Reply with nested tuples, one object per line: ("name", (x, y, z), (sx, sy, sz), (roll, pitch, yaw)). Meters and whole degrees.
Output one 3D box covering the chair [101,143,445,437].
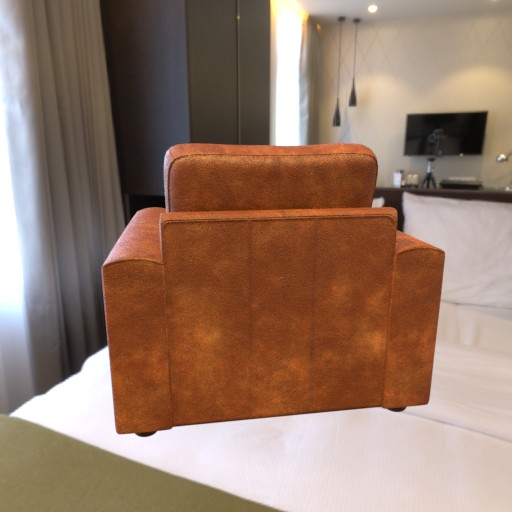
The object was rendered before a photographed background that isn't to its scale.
("chair", (0.000, 0.000, 1.764), (1.005, 0.873, 1.016), (-2, 15, -9))
